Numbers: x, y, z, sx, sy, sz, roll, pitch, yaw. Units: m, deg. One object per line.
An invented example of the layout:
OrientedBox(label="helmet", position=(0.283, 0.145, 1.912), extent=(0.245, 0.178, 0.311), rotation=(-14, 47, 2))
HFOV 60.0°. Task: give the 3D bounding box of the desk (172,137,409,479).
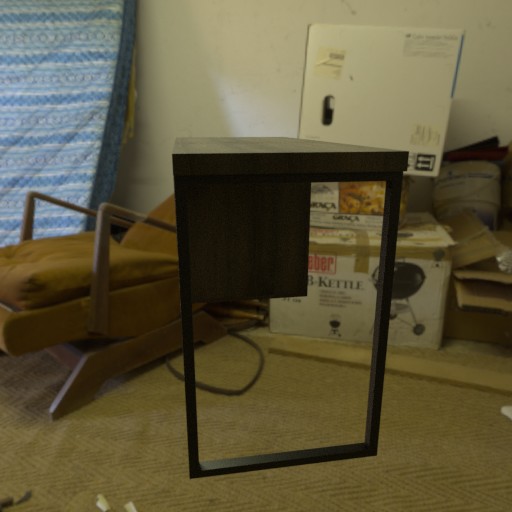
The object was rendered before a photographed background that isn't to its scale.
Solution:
OrientedBox(label="desk", position=(0.000, 0.000, 1.506), extent=(0.511, 0.752, 1.134), rotation=(-3, 17, -9))
